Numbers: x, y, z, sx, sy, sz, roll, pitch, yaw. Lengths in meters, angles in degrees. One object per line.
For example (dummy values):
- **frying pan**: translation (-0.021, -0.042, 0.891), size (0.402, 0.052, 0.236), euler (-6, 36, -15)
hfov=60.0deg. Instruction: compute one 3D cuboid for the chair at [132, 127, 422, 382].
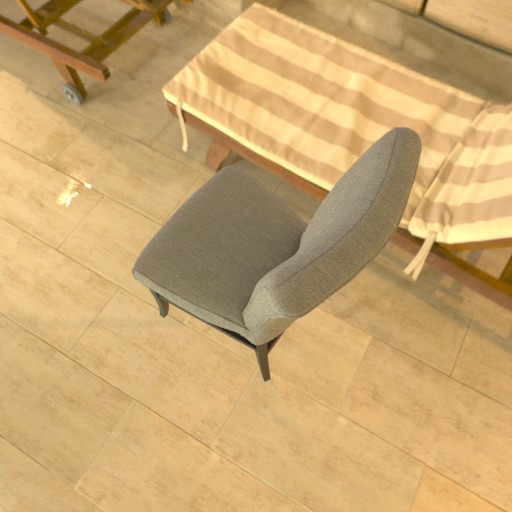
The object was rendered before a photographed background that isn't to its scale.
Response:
- **chair**: translation (0.000, 0.000, 1.373), size (0.660, 0.991, 0.520), euler (33, 68, 15)
